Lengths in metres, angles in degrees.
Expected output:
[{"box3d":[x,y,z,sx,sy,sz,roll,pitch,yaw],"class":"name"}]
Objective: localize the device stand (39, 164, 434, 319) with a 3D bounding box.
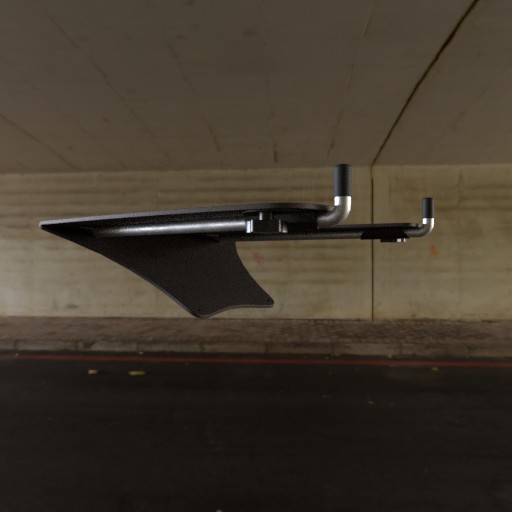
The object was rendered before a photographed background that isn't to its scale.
[{"box3d":[0.000,0.000,0.351,0.230,0.092,0.230,0,0,36],"class":"device stand"}]
